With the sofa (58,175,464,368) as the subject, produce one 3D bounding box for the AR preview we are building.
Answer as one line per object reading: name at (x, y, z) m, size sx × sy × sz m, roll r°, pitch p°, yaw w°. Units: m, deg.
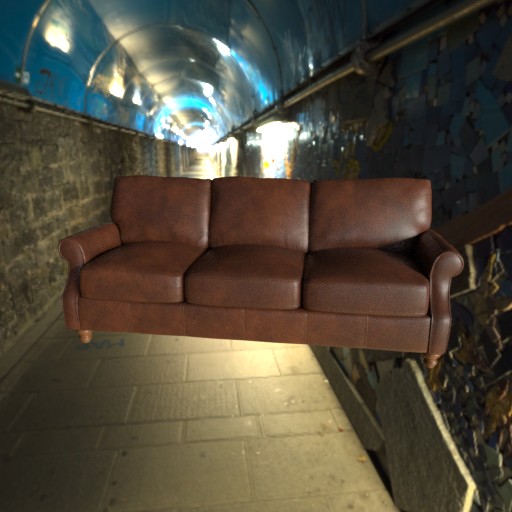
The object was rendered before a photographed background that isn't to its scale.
sofa at (0.000, 0.000, 2.856) m, size 2.351 × 0.977 × 0.973 m, roll 2°, pitch 14°, yaw 9°
